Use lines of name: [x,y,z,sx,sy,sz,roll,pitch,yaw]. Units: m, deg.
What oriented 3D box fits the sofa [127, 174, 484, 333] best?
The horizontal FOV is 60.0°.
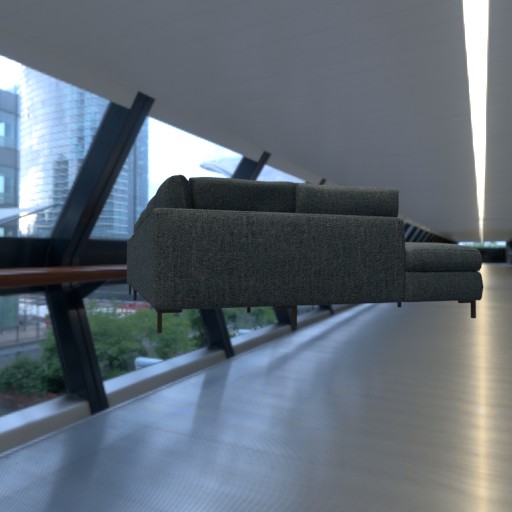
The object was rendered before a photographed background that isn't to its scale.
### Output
sofa: [0.000,0.000,3.547,1.879,0.753,2.737,0,-1,-19]
